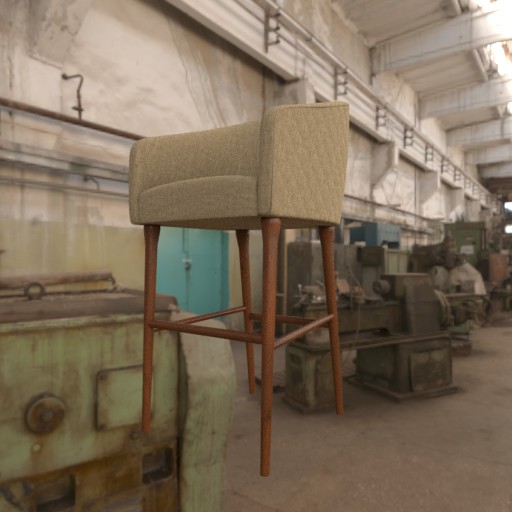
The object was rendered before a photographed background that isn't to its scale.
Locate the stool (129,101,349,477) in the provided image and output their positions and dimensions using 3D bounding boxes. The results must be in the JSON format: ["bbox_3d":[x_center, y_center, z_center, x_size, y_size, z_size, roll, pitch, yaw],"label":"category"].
[{"bbox_3d":[0.000,0.000,1.439,0.559,1.078,0.607,0,0,37],"label":"stool"}]
